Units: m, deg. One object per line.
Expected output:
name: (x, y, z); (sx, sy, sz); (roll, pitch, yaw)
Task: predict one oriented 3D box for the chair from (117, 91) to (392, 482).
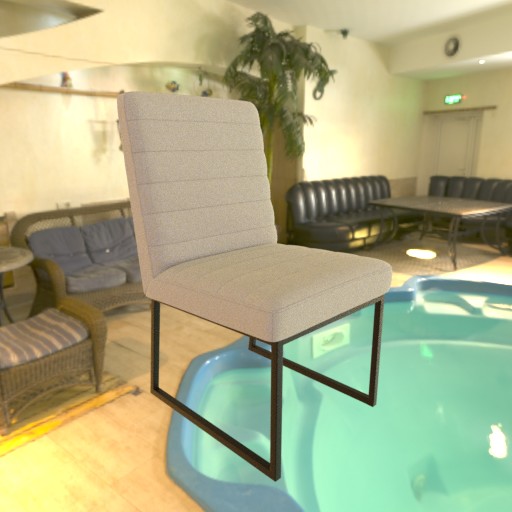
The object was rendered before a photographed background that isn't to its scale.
chair: (0.000, 0.000, 1.312); (0.520, 0.930, 0.634); (-14, 20, -43)
